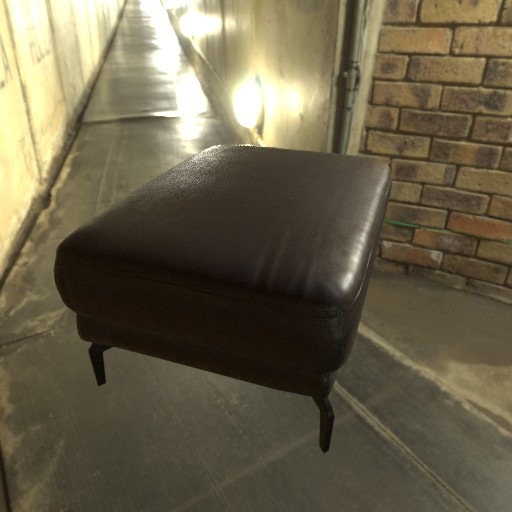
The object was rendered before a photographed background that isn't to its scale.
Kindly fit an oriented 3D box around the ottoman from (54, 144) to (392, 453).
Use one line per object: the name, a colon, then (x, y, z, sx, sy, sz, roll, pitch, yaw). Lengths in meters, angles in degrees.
ottoman: (0.000, 0.000, 1.094, 0.570, 0.402, 0.764, 10, 31, 17)
